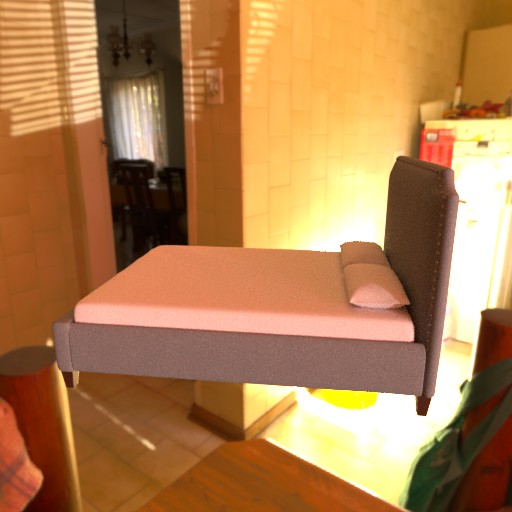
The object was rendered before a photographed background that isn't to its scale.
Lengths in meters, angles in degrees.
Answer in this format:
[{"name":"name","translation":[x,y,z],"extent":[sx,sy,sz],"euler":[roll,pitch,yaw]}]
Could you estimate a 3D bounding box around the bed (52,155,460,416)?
[{"name":"bed","translation":[0.000,0.000,3.353],"extent":[2.372,1.443,1.712],"euler":[2,16,8]}]
